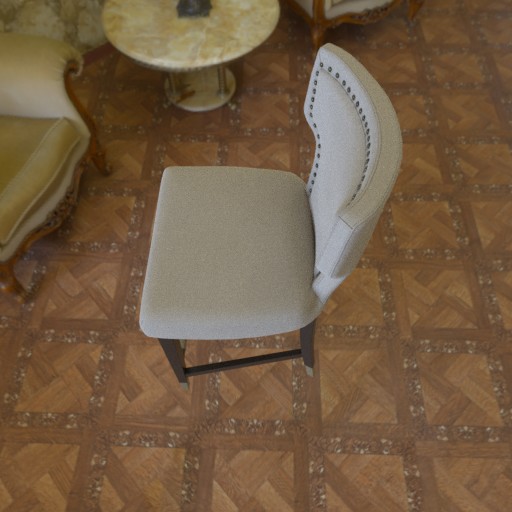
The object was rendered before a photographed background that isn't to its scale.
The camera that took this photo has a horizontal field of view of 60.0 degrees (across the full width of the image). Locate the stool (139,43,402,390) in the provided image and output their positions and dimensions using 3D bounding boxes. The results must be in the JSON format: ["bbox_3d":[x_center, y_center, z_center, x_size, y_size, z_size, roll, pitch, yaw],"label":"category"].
[{"bbox_3d":[0.000,0.000,1.266,0.563,0.982,0.527,0,57,0],"label":"stool"}]
